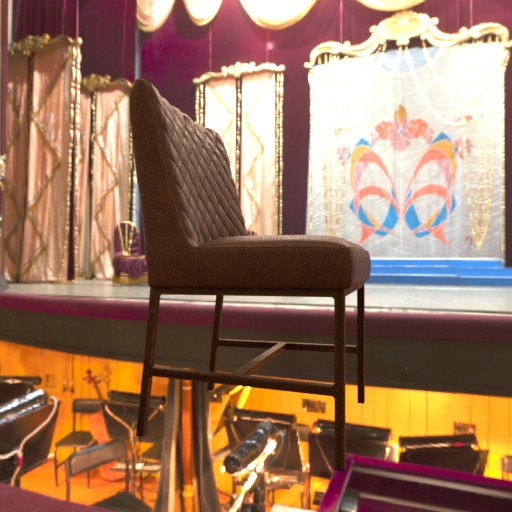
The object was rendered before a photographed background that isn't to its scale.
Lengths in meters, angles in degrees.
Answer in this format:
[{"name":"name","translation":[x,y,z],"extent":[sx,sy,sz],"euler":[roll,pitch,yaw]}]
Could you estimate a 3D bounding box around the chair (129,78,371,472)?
[{"name":"chair","translation":[0.000,0.000,1.224],"extent":[0.587,0.889,0.508],"euler":[0,-1,19]}]
